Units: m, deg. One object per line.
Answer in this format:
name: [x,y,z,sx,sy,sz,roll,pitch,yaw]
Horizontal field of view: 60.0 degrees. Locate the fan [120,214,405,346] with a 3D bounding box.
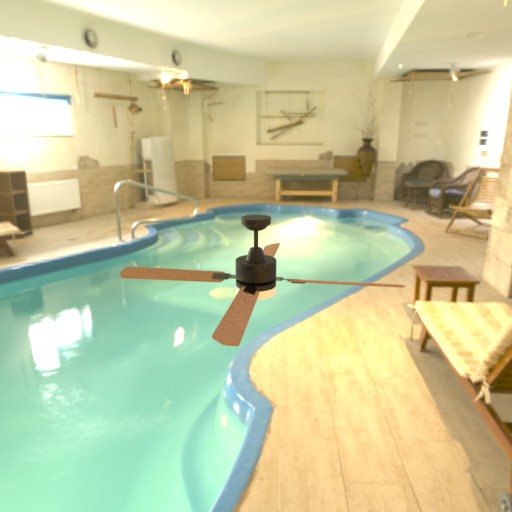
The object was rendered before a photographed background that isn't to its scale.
fan: [0.000,0.000,2.008,1.320,0.355,1.320,2,16,9]
